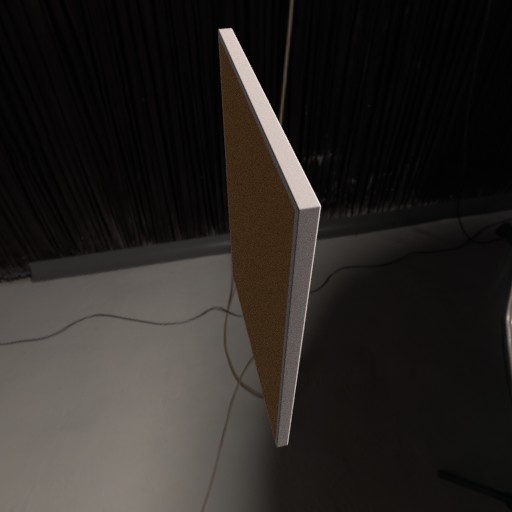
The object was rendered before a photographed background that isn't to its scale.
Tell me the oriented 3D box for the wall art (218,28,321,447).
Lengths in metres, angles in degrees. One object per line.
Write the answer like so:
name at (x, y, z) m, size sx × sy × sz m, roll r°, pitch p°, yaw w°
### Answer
wall art at (0.000, 0.000, 1.588) m, size 0.046 × 1.221 × 0.914 m, roll -9°, pitch 48°, yaw -9°
